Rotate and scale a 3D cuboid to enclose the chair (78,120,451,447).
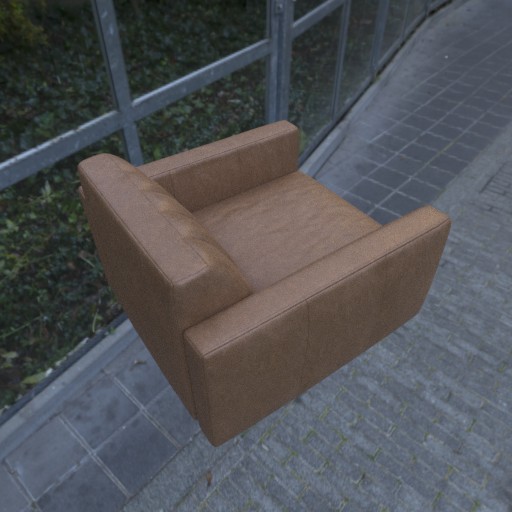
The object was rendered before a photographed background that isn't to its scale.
[{"bbox_3d":[0.000,0.000,1.684,0.998,0.819,0.953,-25,48,-25],"label":"chair"}]
